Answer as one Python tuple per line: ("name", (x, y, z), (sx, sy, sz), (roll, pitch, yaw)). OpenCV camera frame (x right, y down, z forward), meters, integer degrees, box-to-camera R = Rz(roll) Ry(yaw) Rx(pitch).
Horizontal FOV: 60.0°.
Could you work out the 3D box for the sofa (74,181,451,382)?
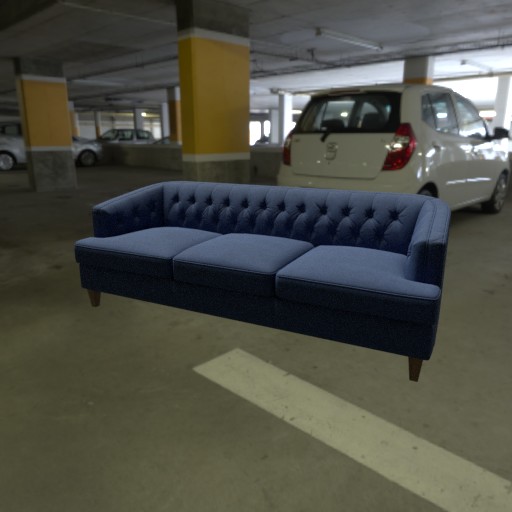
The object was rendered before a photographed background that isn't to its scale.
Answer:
("sofa", (0.000, 0.000, 2.802), (2.235, 0.787, 0.914), (8, 17, 26))
